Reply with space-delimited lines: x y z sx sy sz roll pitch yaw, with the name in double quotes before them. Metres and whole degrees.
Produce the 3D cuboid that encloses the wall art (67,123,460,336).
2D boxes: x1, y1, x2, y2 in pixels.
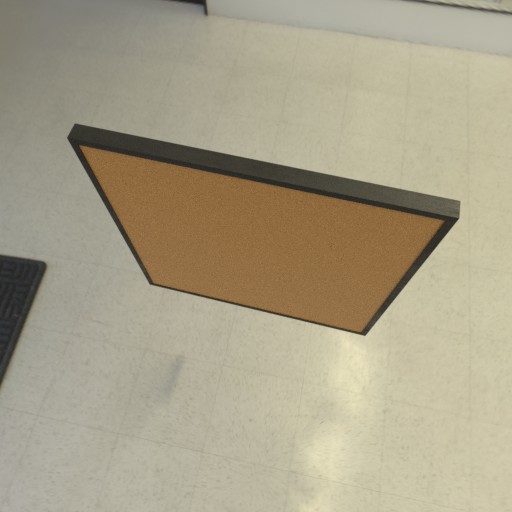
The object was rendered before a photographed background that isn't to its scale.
"wall art" 0.000 0.000 1.186 0.763 0.763 0.039 13 65 6
